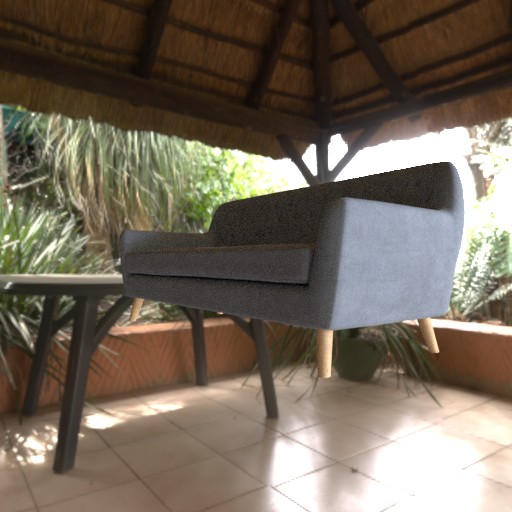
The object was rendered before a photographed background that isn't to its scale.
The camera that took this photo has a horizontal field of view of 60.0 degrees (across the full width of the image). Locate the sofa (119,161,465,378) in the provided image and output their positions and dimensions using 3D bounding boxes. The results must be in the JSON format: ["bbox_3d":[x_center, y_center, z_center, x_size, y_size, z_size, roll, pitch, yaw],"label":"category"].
[{"bbox_3d":[0.000,0.000,2.392,0.830,0.830,1.970,0,-1,-37],"label":"sofa"}]
